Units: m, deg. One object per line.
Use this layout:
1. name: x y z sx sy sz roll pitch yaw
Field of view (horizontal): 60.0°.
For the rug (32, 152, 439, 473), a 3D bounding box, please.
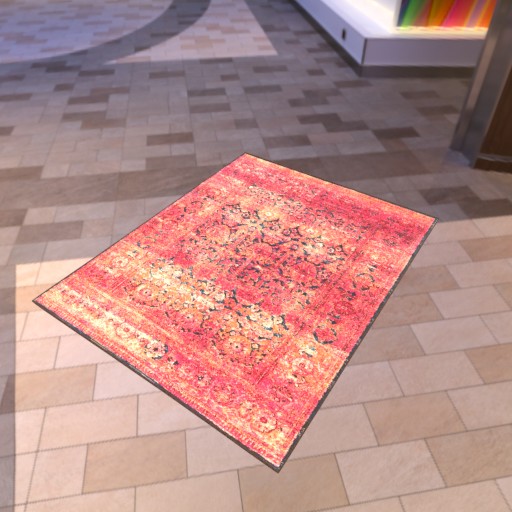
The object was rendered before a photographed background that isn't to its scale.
1. rug: 0.000 0.000 4.057 2.411 0.020 3.032 25 47 25
